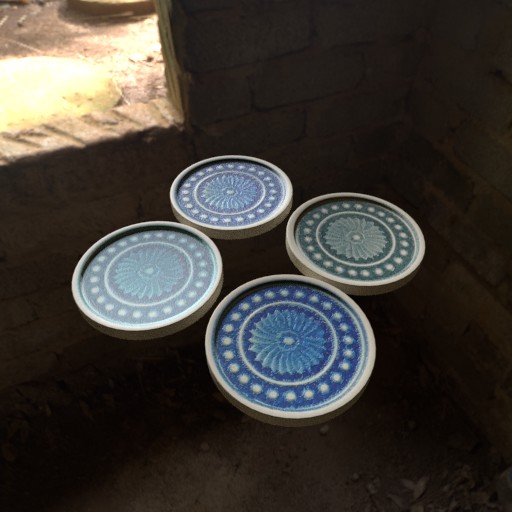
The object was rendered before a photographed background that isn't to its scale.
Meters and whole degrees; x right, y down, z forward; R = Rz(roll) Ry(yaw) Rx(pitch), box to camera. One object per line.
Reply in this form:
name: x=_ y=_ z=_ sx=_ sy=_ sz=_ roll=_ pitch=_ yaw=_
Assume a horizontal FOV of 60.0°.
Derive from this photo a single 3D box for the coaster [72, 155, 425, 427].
coaster: x=0.000 y=0.000 z=0.340 sx=0.224 sy=0.010 sz=0.220 roll=23 pitch=50 yaw=21
